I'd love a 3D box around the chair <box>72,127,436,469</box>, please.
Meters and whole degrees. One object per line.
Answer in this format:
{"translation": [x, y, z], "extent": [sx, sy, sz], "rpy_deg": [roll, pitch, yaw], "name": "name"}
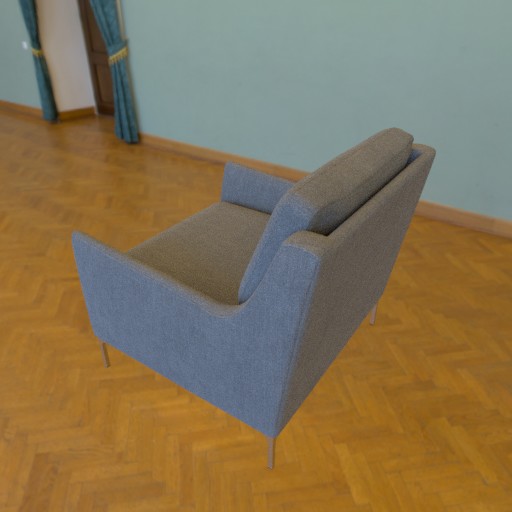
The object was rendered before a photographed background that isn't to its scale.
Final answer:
{"translation": [0.000, 0.000, 1.503], "extent": [0.849, 0.828, 0.847], "rpy_deg": [19, 36, 29], "name": "chair"}
